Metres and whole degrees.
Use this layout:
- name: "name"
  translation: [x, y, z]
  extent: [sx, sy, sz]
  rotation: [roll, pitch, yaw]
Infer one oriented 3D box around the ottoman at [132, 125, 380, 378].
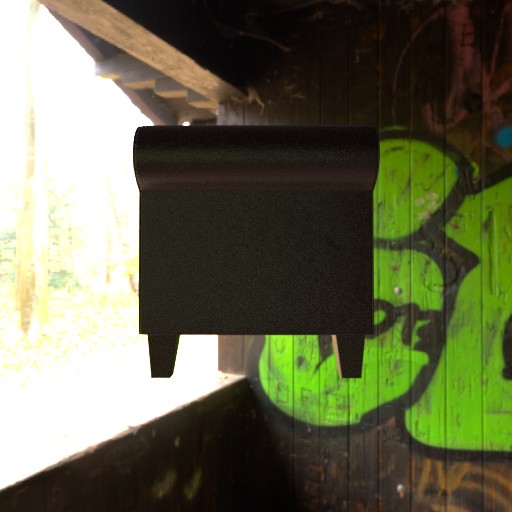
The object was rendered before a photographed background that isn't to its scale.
- name: "ottoman"
  translation: [0.000, 0.000, 1.518]
  extent: [0.521, 0.547, 1.256]
  rotation: [0, -1, 0]
